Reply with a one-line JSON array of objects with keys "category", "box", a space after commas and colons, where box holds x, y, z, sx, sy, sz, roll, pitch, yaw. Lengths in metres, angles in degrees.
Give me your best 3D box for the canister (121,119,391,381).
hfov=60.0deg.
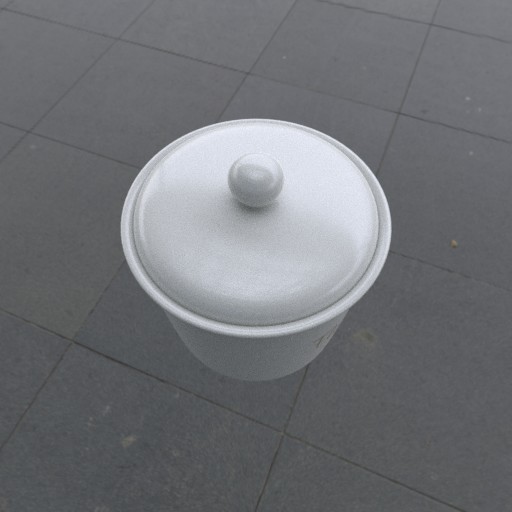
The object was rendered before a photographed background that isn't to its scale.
[{"category": "canister", "box": [0.000, 0.000, 0.350, 0.182, 0.208, 0.182, 0, 58, 0]}]
